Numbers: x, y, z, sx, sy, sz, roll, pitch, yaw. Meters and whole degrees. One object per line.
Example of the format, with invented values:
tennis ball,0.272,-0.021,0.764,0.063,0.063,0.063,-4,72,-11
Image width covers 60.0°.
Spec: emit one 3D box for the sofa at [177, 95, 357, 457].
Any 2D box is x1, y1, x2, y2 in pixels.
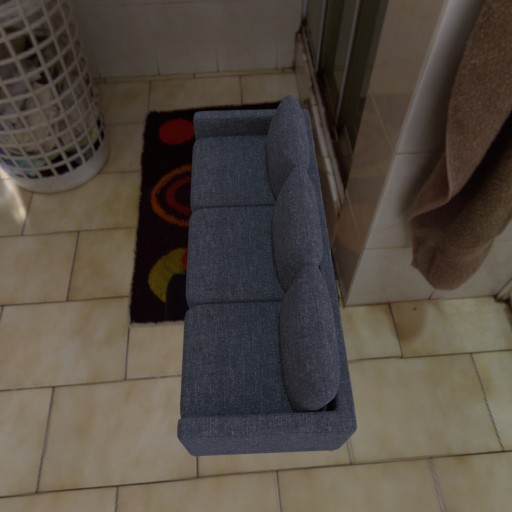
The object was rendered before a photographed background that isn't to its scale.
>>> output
sofa,0.000,0.000,2.796,0.859,0.874,2.218,-2,58,-1
